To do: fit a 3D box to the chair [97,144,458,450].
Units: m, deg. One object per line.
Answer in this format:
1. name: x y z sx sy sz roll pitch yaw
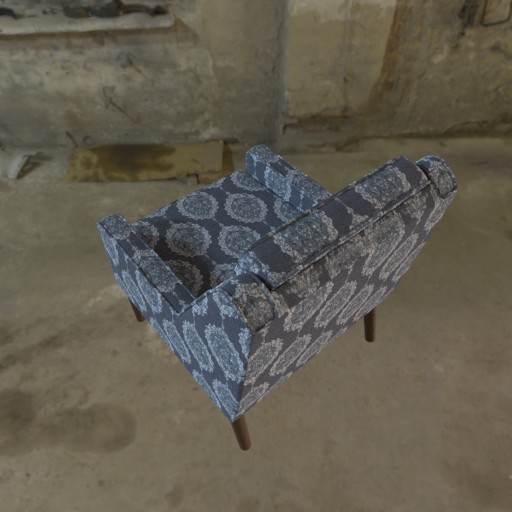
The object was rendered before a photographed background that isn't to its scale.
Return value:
1. chair: 0.000 0.000 1.332 0.663 0.792 0.743 -32 54 -26
